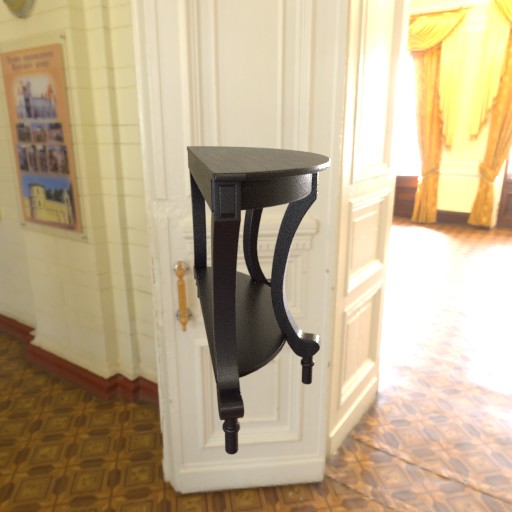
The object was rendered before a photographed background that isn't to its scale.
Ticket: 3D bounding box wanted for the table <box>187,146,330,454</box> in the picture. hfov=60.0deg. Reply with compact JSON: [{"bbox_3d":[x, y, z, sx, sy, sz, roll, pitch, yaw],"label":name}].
[{"bbox_3d":[0.000,0.000,1.535,0.394,0.692,1.198,-3,17,-11],"label":"table"}]
